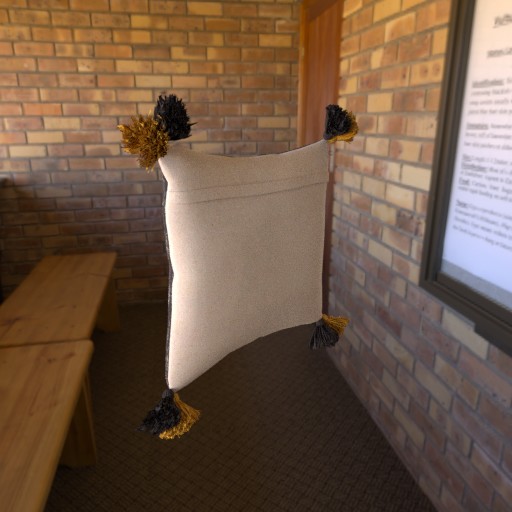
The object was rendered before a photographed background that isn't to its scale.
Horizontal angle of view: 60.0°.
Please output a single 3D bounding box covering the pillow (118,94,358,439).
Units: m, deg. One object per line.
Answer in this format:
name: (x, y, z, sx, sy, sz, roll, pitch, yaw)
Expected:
pillow: (0.000, 0.000, 0.977, 0.654, 0.659, 0.139, -15, 23, -41)
